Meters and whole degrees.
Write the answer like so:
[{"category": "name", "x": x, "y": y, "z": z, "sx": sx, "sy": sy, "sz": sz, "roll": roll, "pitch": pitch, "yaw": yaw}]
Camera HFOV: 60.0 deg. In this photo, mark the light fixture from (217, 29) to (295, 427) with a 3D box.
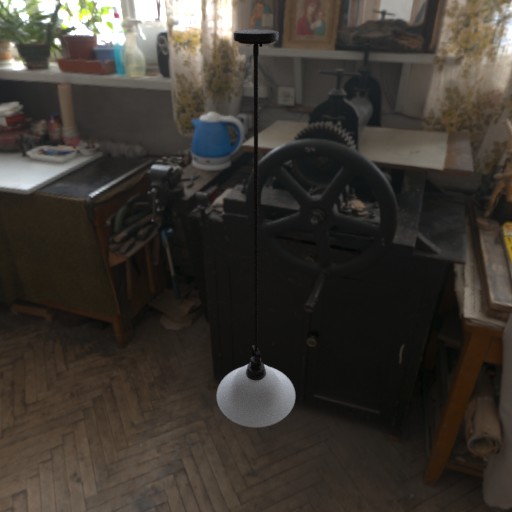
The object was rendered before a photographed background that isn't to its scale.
[{"category": "light fixture", "x": 0.000, "y": 0.000, "z": 1.475, "sx": 0.324, "sy": 1.337, "sz": 0.324, "roll": -11, "pitch": 33, "yaw": -17}]
